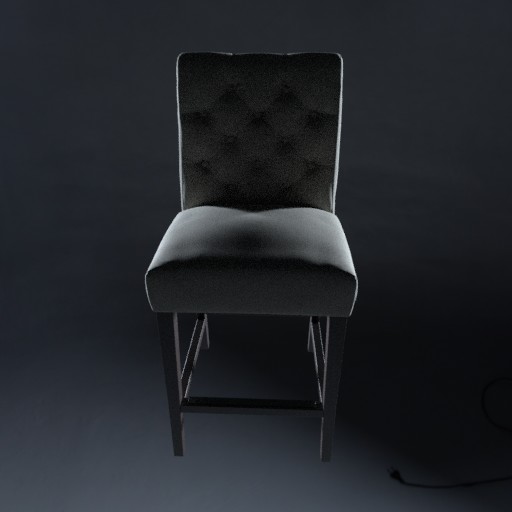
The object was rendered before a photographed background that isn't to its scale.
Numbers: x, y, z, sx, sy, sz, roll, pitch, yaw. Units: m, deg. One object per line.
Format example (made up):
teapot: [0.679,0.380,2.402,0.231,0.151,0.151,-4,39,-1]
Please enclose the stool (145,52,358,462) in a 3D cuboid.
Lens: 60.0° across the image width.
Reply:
stool: [0.000,0.000,1.284,0.493,1.040,0.601,1,29,2]
